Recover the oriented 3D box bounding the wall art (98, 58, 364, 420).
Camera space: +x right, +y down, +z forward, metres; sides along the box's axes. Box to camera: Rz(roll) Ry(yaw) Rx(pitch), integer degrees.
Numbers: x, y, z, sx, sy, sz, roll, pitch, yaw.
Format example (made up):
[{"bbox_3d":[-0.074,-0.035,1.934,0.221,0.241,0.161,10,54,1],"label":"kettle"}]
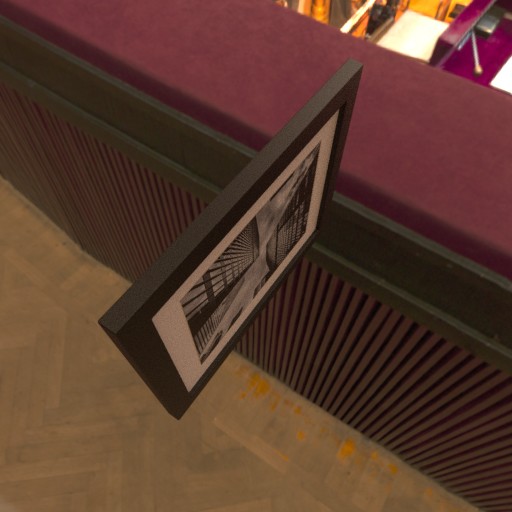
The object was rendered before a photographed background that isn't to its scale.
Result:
[{"bbox_3d":[0.000,0.000,0.785,0.031,0.457,0.558,31,64,17],"label":"wall art"}]
